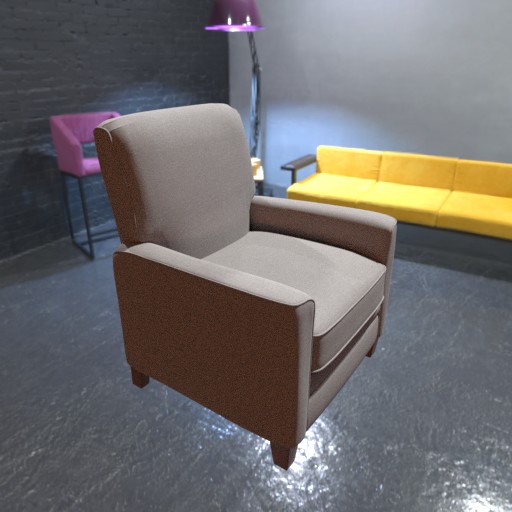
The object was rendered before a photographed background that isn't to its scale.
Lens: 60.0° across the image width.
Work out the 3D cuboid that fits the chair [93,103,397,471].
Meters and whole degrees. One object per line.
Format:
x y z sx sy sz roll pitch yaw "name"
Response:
0.000 0.000 1.665 0.859 1.023 0.845 16 29 31 "chair"
